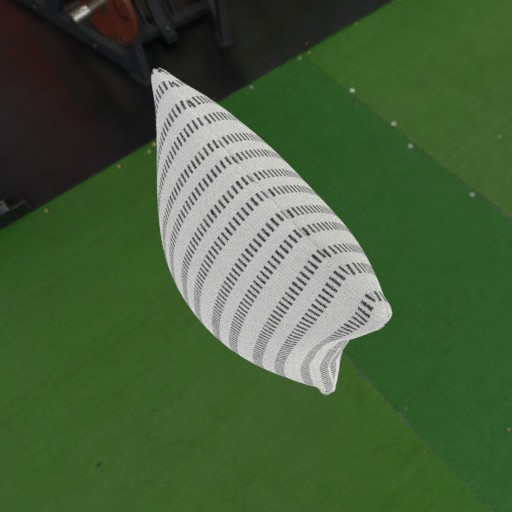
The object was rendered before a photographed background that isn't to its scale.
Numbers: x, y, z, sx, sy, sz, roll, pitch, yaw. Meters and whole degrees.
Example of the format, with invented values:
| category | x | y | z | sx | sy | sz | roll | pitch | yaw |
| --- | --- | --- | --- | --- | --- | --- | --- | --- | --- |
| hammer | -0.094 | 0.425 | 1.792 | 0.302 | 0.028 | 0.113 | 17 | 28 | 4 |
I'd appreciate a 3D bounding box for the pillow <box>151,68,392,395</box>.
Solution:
| category | x | y | z | sx | sy | sz | roll | pitch | yaw |
| --- | --- | --- | --- | --- | --- | --- | --- | --- | --- |
| pillow | 0.000 | 0.000 | 0.686 | 0.247 | 0.419 | 0.438 | -34 | 68 | -16 |
